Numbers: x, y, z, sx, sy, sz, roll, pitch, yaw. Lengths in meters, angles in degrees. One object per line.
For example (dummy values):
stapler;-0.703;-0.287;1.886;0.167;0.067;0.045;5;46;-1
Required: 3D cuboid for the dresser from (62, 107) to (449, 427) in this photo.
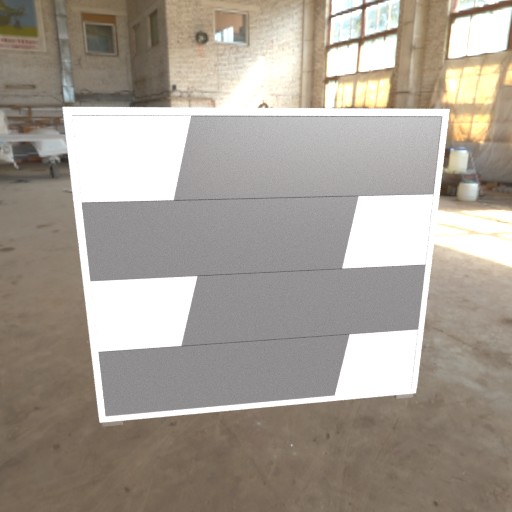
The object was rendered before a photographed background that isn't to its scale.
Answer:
dresser;0.000;0.000;1.602;1.100;1.000;0.460;-2;17;-8
